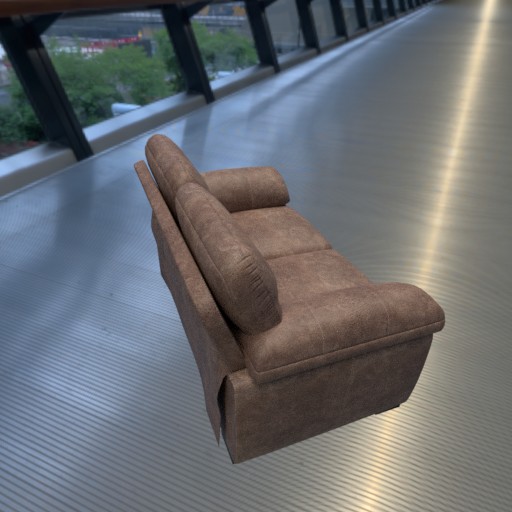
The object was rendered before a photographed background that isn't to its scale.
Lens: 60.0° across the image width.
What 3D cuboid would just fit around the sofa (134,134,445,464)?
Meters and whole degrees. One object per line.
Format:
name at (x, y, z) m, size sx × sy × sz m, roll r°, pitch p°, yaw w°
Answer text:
sofa at (0.000, 0.000, 2.340) m, size 0.991 × 0.991 × 1.753 m, roll -11°, pitch 33°, yaw -18°
